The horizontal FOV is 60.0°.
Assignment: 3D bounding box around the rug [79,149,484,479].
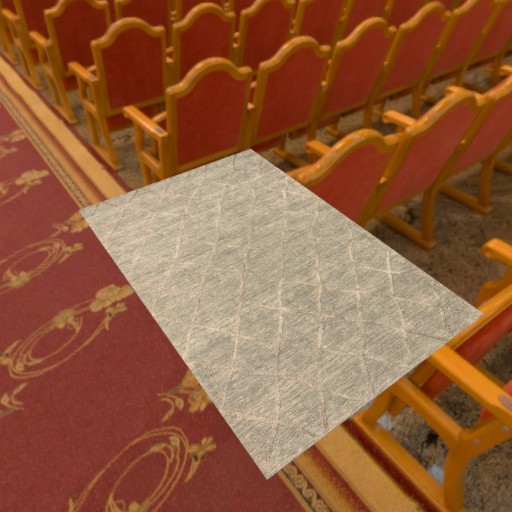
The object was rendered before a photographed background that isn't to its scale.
[{"bbox_3d":[0.000,0.000,2.851,1.521,0.006,2.283,-26,49,-25],"label":"rug"}]
